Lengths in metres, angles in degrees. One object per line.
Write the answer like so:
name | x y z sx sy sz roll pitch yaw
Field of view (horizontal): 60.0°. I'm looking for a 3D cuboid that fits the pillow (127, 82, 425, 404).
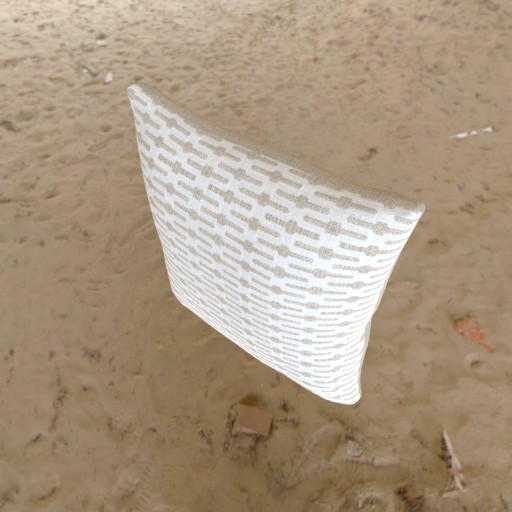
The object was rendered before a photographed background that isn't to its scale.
pillow | 0.000 0.000 0.779 0.496 0.491 0.219 30 53 26
